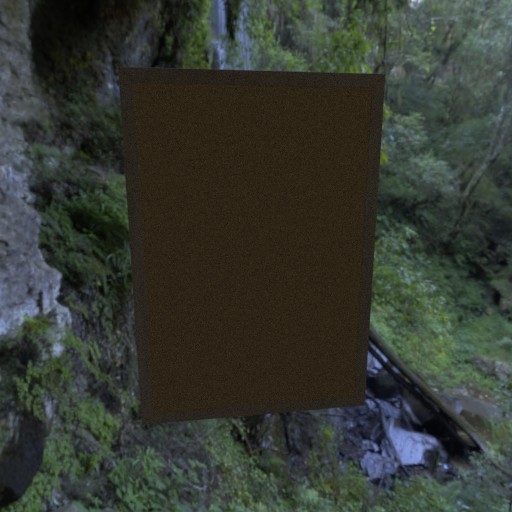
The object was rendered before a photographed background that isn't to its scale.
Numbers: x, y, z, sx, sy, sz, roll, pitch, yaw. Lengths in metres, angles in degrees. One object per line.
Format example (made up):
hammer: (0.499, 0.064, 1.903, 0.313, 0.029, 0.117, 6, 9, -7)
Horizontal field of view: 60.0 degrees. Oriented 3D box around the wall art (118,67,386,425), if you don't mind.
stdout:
wall art: (0.000, 0.000, 0.656, 0.356, 0.509, 0.031, -2, 13, -8)
